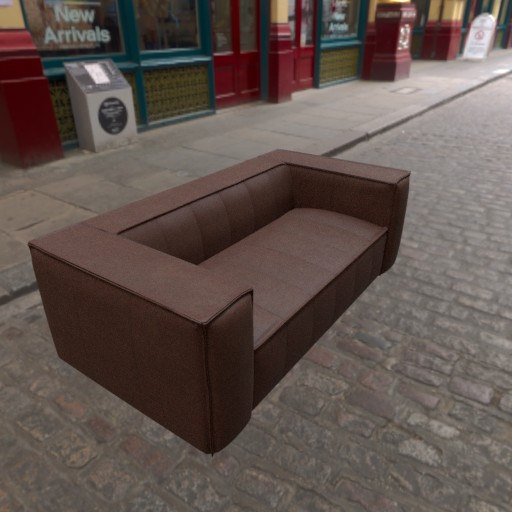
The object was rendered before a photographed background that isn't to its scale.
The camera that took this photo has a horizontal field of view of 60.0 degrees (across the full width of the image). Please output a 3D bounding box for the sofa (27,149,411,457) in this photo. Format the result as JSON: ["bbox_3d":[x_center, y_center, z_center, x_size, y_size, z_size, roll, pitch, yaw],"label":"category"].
[{"bbox_3d":[0.000,0.000,2.564,1.102,0.703,2.088,18,33,31],"label":"sofa"}]
